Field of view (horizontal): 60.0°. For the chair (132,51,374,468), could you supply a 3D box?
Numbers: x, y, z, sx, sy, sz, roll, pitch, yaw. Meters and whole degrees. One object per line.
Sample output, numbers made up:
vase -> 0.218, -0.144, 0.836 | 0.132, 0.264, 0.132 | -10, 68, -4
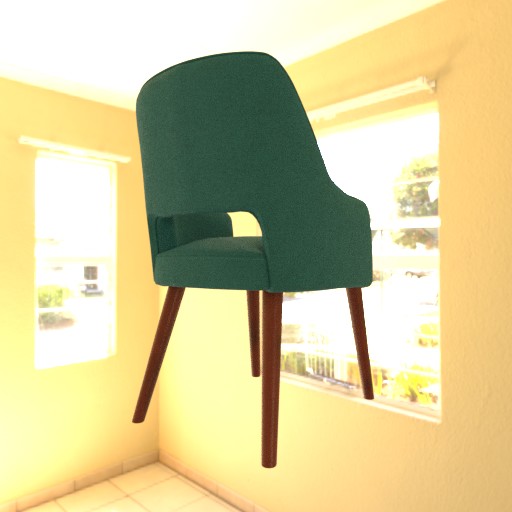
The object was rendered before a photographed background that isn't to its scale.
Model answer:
chair -> 0.000, 0.000, 1.211 | 0.548, 0.849, 0.605 | 0, 0, 36
